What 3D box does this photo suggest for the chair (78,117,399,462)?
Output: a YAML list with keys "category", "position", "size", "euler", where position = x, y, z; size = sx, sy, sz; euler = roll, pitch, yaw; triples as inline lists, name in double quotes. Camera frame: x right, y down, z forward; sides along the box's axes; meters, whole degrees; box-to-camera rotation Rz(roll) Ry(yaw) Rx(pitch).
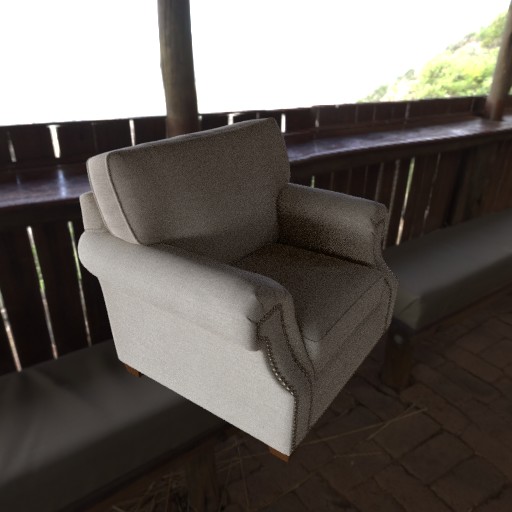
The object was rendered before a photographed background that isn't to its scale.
- category: "chair"
  position: [0.000, 0.000, 1.842]
  size: [0.965, 0.961, 1.092]
  euler: [17, 31, 31]
